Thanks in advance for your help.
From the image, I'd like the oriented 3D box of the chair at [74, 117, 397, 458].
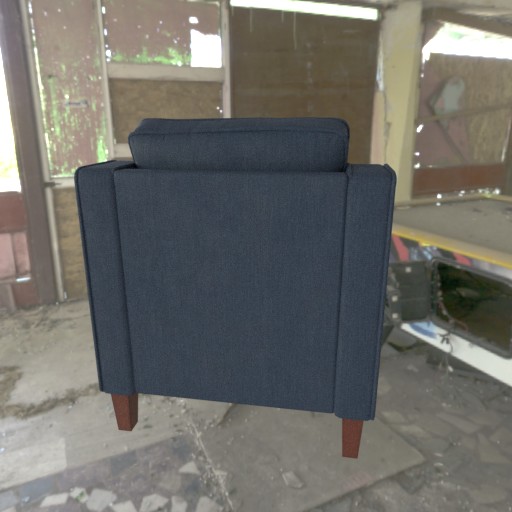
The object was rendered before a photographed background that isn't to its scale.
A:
[{"bbox_3d":[0.000,0.000,1.624,0.831,0.960,0.909,3,16,9],"label":"chair"}]
